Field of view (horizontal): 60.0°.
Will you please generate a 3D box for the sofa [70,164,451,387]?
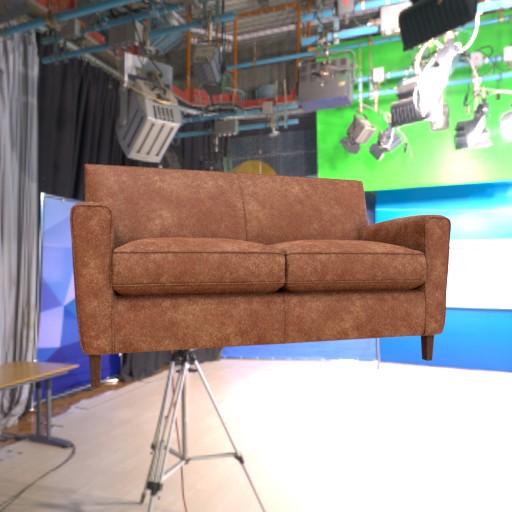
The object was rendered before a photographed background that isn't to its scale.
[{"bbox_3d":[0.000,0.000,1.965,1.473,0.871,0.787,0,-1,-17],"label":"sofa"}]
